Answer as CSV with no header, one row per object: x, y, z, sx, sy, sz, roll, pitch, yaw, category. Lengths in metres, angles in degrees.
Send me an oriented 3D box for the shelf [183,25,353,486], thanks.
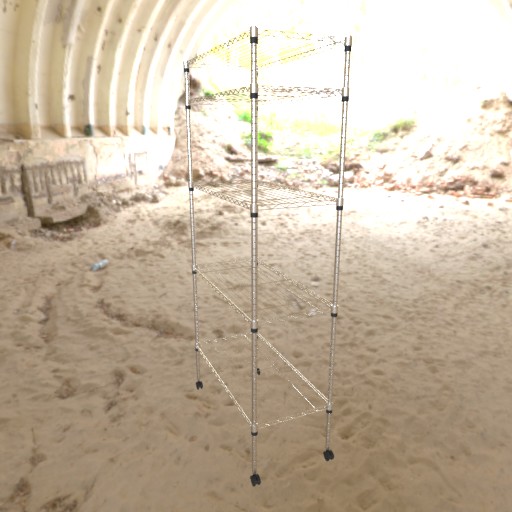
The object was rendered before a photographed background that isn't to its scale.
0.000,0.000,1.858,0.356,1.587,0.762,-7,17,-23,shelf
